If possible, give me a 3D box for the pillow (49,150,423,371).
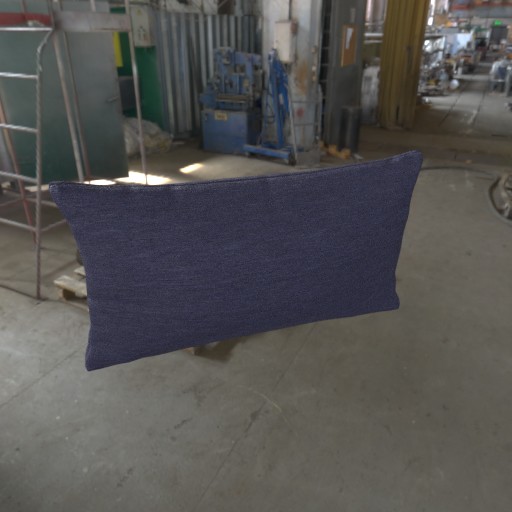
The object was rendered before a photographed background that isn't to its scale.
[{"bbox_3d":[0.000,0.000,0.797,0.633,0.338,0.210,-8,28,-16],"label":"pillow"}]
